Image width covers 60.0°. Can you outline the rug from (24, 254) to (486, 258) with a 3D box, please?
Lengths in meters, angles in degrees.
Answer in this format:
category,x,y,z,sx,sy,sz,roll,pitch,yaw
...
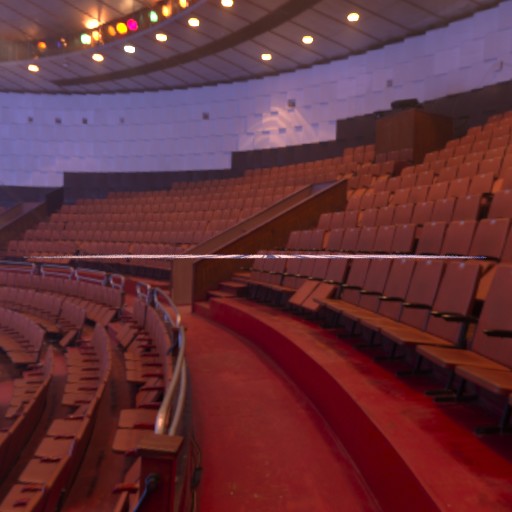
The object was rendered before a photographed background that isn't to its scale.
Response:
category,x,y,z,sx,sy,sz,roll,pitch,yaw
rug,0.000,0.000,2.955,2.315,0.010,1.544,0,1,1
